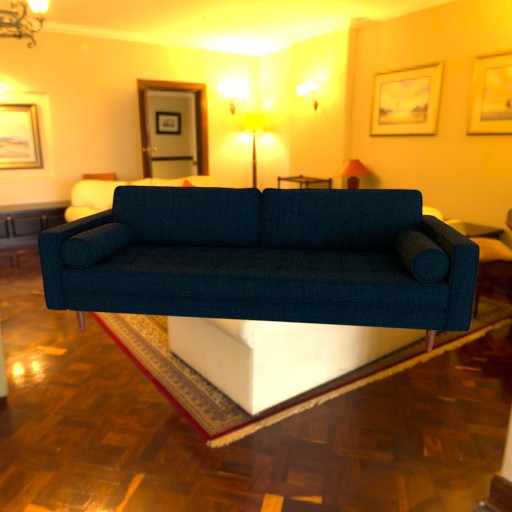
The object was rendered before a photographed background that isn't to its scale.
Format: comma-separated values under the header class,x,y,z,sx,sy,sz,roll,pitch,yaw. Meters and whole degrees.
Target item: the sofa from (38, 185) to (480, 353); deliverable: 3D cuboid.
class,x,y,z,sx,sy,sz,roll,pitch,yaw
sofa,0.000,0.000,2.632,2.210,0.762,0.914,2,15,7
